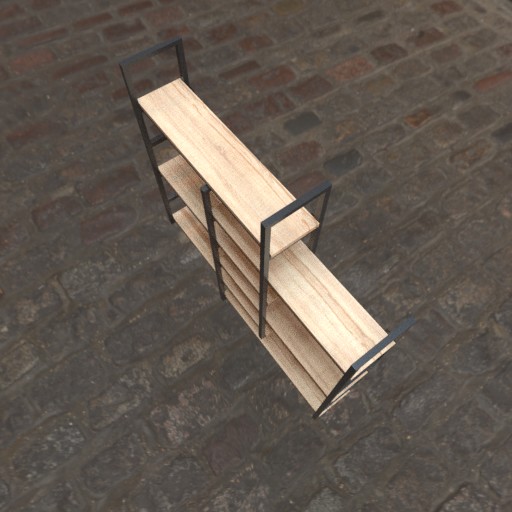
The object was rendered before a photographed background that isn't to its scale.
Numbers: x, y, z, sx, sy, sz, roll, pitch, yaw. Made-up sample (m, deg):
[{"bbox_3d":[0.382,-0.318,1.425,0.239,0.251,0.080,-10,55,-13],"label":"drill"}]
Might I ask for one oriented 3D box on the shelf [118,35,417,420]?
[{"bbox_3d":[0.000,0.000,1.398,0.183,0.921,0.946,-34,67,-16],"label":"shelf"}]
